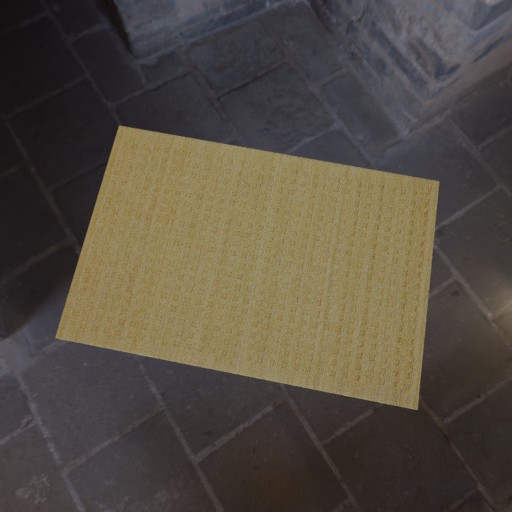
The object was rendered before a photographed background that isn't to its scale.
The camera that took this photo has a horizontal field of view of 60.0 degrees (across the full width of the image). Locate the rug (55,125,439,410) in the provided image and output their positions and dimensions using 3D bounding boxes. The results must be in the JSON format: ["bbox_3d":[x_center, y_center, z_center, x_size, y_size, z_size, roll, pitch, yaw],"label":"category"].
[{"bbox_3d":[0.000,0.000,2.930,2.286,0.006,1.524,11,76,3],"label":"rug"}]
